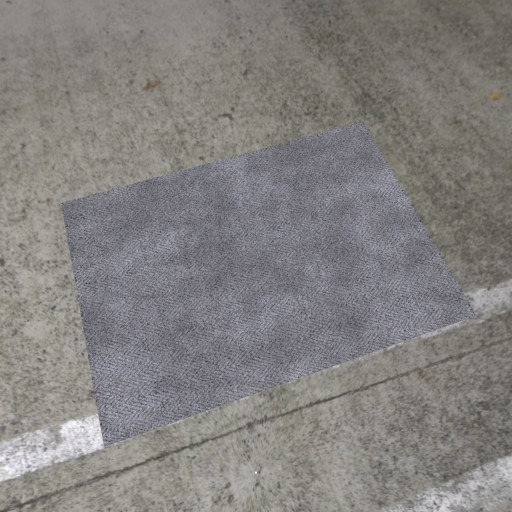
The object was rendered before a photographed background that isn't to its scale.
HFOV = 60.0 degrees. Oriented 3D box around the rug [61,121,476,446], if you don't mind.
[{"bbox_3d":[0.000,0.000,2.822,2.235,0.008,1.600,-17,65,-8],"label":"rug"}]
